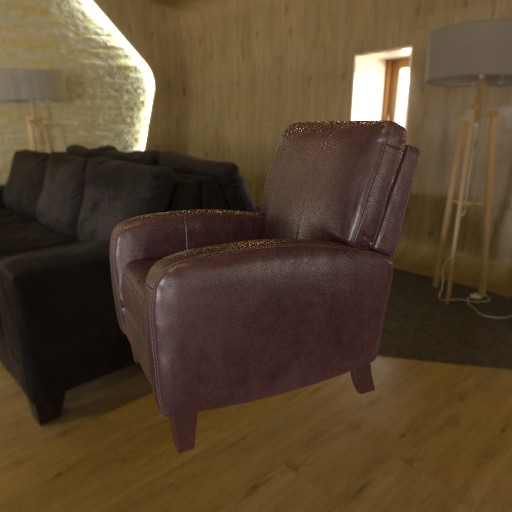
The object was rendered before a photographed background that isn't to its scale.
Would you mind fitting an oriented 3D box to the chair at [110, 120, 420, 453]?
[{"bbox_3d":[0.000,0.000,1.693,0.990,0.990,0.762,-8,18,-25],"label":"chair"}]
